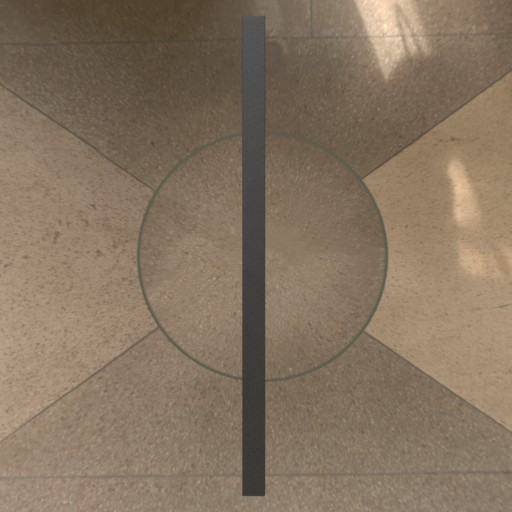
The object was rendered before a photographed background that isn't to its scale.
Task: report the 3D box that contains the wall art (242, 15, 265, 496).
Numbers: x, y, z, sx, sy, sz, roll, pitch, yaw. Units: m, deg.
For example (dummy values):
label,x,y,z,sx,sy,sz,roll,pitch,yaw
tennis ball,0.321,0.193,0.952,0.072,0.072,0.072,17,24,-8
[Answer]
label,x,y,z,sx,sy,sz,roll,pitch,yaw
wall art,0.000,0.000,0.559,0.021,0.301,0.443,0,90,1
